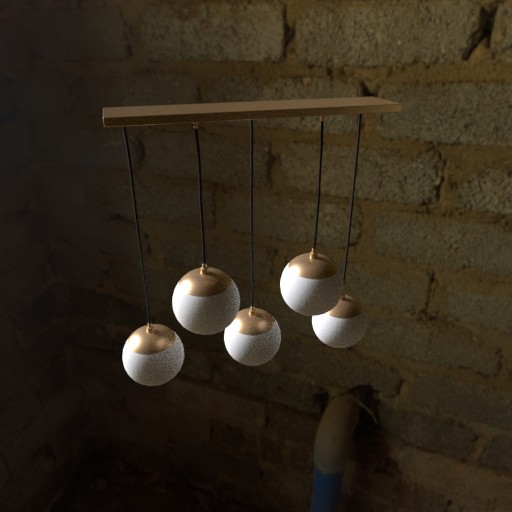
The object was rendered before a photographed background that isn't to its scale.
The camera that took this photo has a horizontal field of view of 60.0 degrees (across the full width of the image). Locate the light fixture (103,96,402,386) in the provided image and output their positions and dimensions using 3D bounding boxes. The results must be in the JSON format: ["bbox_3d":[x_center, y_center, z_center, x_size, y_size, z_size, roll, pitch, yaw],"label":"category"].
[{"bbox_3d":[0.000,0.000,1.341,0.863,0.869,0.299,-8,28,-15],"label":"light fixture"}]
